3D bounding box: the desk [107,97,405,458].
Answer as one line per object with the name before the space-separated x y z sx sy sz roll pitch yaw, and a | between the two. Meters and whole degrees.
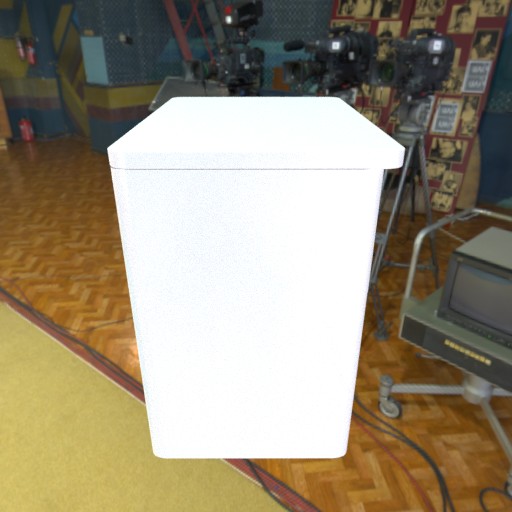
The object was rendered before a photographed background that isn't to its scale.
desk | 0.000 0.000 1.310 0.549 0.800 0.762 0 27 0
